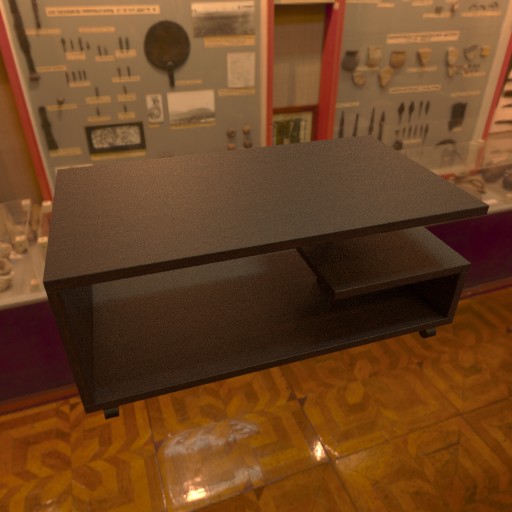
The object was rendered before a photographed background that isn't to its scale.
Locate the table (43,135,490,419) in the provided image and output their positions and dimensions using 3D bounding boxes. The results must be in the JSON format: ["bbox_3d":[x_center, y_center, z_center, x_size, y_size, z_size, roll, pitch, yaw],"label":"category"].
[{"bbox_3d":[0.000,0.000,1.343,1.050,0.460,0.590,-10,34,-15],"label":"table"}]
